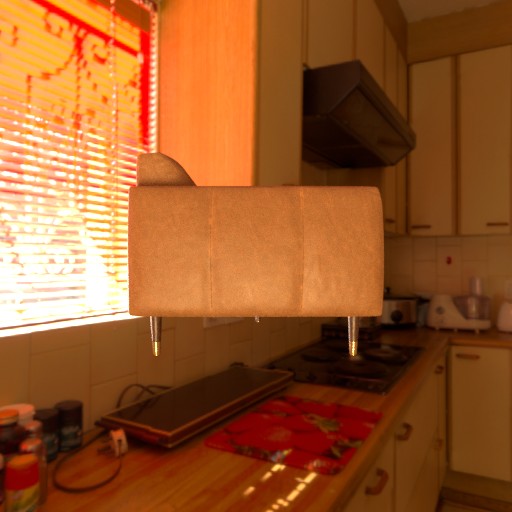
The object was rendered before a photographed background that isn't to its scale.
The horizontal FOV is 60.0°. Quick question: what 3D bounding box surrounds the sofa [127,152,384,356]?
[{"bbox_3d":[0.000,0.000,2.762,0.990,0.821,2.291,0,0,0],"label":"sofa"}]
